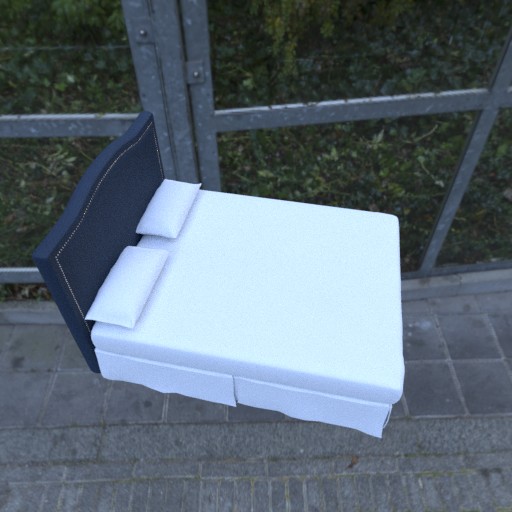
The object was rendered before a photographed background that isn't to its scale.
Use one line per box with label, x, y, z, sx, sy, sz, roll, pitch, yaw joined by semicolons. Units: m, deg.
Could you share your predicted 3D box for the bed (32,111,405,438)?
bed;0.000;0.000;3.391;2.282;1.436;1.821;8;47;8
